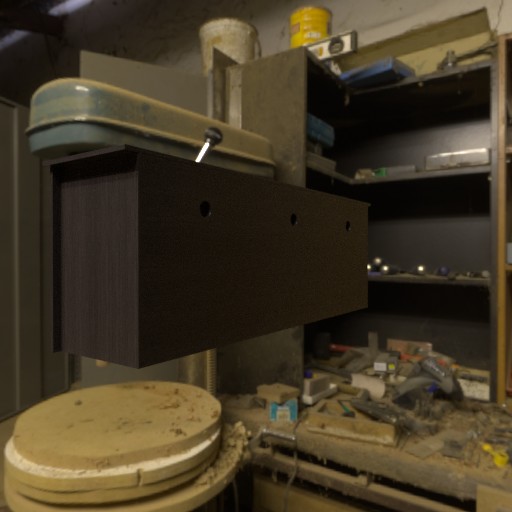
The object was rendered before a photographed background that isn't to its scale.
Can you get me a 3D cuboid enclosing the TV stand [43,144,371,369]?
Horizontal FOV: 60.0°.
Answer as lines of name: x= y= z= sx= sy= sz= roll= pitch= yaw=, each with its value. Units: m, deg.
TV stand: x=0.000 y=0.000 z=2.024 sx=0.406 sy=0.610 sz=1.778 roll=0 pitch=1 yaw=35
